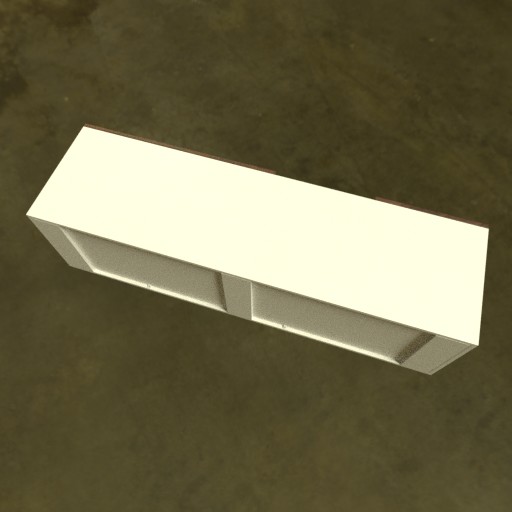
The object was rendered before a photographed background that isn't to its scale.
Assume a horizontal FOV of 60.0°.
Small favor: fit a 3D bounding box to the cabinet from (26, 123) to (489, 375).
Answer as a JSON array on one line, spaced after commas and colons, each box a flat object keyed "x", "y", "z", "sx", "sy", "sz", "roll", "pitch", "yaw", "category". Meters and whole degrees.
[{"x": 0.000, "y": 0.000, "z": 1.729, "sx": 1.499, "sy": 0.533, "sz": 0.431, "roll": 16, "pitch": 64, "yaw": 8, "category": "cabinet"}]
